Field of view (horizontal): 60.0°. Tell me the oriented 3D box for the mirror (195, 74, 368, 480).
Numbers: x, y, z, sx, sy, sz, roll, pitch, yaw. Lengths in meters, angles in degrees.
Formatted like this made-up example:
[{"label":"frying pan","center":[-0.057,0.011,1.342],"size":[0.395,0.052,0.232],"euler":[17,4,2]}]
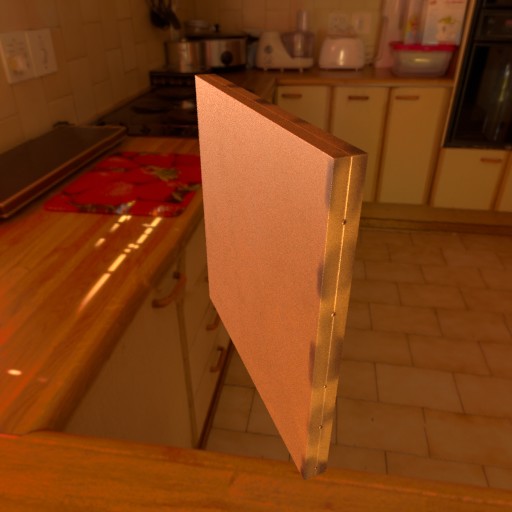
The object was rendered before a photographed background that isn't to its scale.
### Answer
[{"label":"mirror","center":[0.000,0.000,0.756],"size":[0.042,0.507,0.509],"euler":[-11,33,-18]}]
